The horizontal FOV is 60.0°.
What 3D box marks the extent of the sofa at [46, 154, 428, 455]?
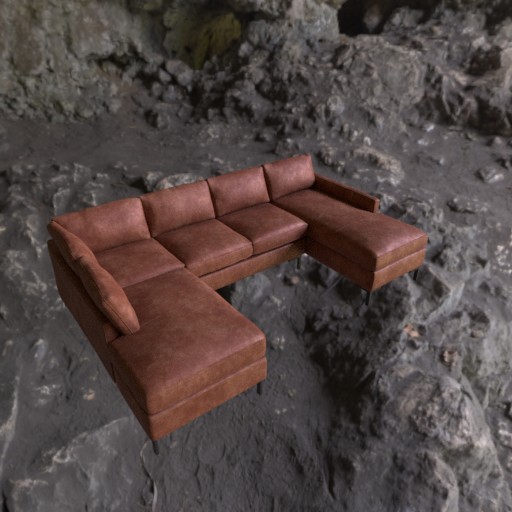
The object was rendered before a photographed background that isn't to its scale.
[{"bbox_3d":[0.000,0.000,3.842,2.956,0.900,1.939,-21,36,-31],"label":"sofa"}]
